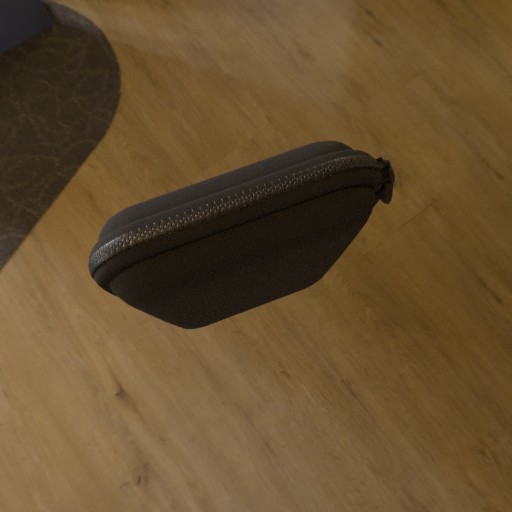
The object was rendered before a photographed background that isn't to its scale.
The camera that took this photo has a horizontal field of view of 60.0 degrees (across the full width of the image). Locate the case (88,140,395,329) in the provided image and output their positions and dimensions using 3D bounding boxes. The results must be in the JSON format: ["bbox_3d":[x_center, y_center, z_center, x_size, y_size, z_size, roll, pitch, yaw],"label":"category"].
[{"bbox_3d":[0.000,0.000,0.192,0.107,0.147,0.030,-20,78,-5],"label":"case"}]
